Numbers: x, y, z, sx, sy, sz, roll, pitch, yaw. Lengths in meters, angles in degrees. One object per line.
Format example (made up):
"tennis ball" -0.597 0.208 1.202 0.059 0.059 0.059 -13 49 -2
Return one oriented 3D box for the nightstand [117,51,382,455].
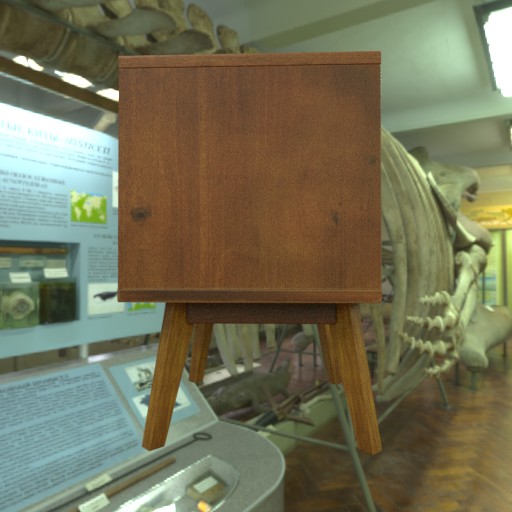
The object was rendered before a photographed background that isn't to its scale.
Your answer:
"nightstand" 0.000 0.000 0.907 0.411 0.618 0.460 0 -1 2
